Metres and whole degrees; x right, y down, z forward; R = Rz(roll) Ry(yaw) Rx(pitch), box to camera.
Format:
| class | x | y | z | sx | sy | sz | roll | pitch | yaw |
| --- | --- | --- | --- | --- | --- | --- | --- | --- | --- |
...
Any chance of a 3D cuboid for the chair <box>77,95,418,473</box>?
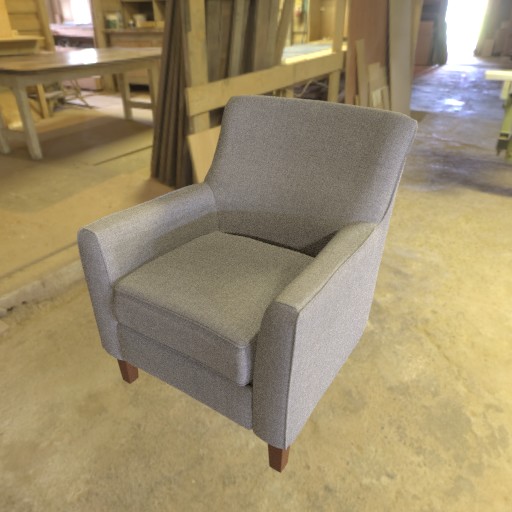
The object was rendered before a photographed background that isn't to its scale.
| class | x | y | z | sx | sy | sz | roll | pitch | yaw |
| --- | --- | --- | --- | --- | --- | --- | --- | --- | --- |
| chair | 0.000 | 0.000 | 1.757 | 0.887 | 1.047 | 0.993 | 18 | 34 | 29 |
